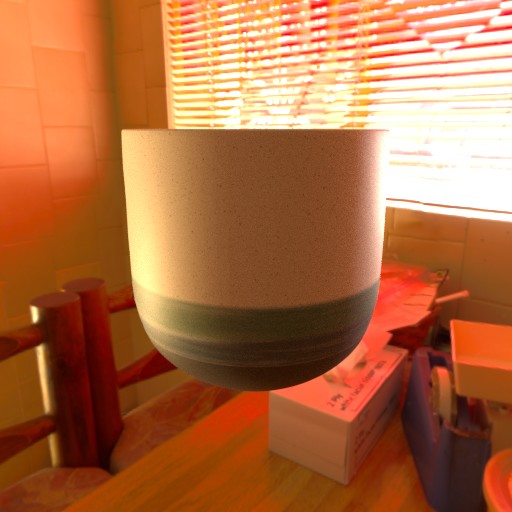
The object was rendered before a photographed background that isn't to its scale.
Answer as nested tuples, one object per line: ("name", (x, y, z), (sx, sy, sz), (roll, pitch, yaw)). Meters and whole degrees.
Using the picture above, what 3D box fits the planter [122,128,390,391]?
("planter", (0.000, 0.000, 0.492), (0.268, 0.270, 0.268), (0, 16, 0))
